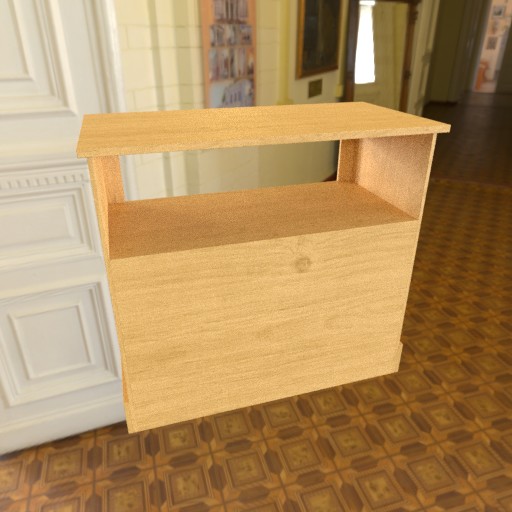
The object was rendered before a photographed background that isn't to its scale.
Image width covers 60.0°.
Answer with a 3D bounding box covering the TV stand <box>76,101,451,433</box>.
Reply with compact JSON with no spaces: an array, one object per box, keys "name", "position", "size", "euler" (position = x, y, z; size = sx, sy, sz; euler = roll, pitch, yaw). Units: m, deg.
[{"name":"TV stand","position":[0.000,0.000,1.317],"size":[0.851,0.787,0.430],"euler":[-8,28,-15]}]
